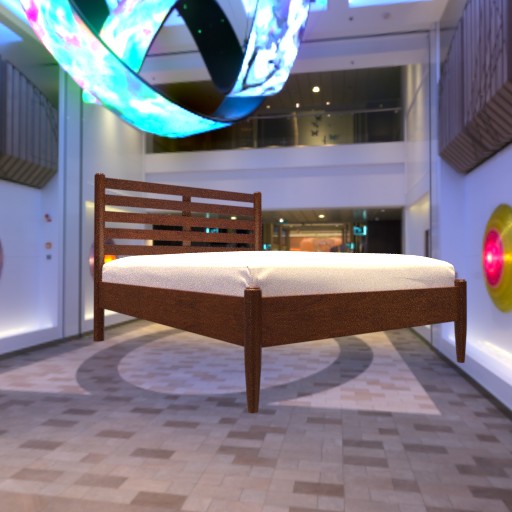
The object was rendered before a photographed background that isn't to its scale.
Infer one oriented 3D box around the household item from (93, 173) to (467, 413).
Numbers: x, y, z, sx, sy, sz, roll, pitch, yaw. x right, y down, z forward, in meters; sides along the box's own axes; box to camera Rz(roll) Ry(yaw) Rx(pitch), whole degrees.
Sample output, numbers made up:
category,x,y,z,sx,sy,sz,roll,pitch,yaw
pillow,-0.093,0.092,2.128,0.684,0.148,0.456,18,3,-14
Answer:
category,x,y,z,sx,sy,sz,roll,pitch,yaw
household item,0.000,0.000,3.177,1.663,1.356,2.232,1,-1,-36
